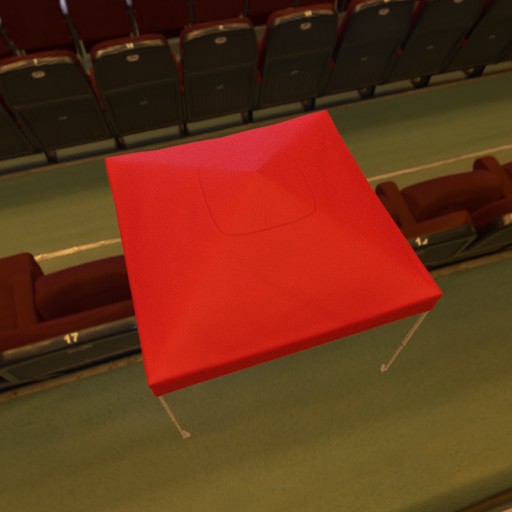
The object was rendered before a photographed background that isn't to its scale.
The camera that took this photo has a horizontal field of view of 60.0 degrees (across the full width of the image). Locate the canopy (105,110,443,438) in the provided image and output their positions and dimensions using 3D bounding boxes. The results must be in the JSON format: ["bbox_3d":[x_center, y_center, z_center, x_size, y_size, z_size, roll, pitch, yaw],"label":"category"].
[{"bbox_3d":[0.000,0.000,5.572,2.996,2.997,2.998,-15,58,-10],"label":"canopy"}]
